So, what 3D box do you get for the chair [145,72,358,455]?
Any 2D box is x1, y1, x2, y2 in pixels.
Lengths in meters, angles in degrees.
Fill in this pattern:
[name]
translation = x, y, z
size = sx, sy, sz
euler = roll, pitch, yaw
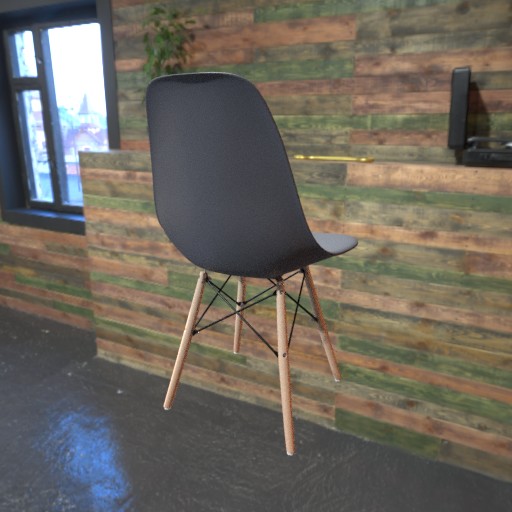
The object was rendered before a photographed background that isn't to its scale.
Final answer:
[chair]
translation = 0.000, 0.000, 1.145
size = 0.470, 0.826, 0.533
euler = 9, 18, 27
